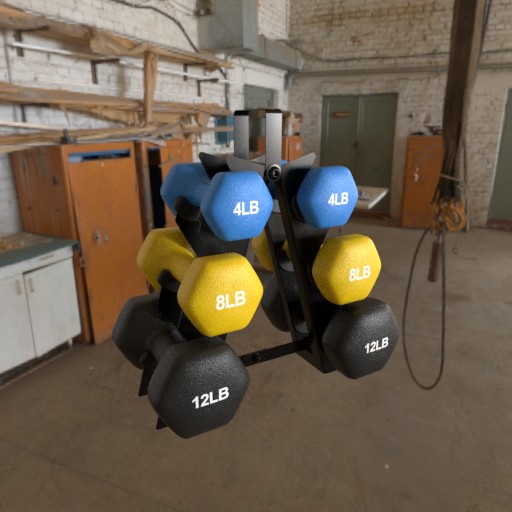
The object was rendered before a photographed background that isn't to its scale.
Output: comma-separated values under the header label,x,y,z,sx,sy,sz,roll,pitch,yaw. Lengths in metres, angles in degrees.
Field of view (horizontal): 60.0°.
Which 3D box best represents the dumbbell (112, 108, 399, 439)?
label,x,y,z,sx,sy,sz,roll,pitch,yaw
dumbbell,0.000,0.000,0.678,0.409,0.426,0.255,-9,19,-28
